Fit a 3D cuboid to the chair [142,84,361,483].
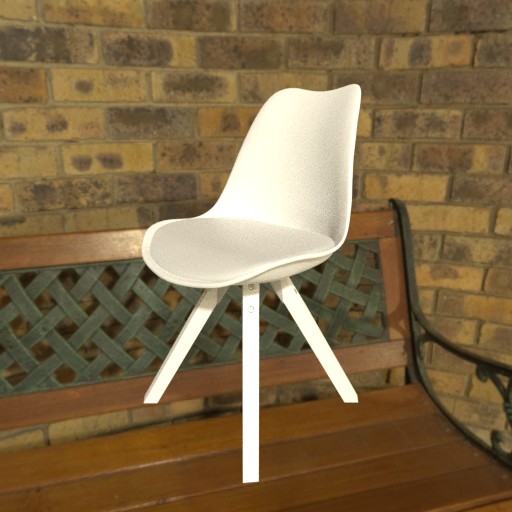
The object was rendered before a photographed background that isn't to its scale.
[{"bbox_3d":[0.000,0.000,1.153,0.485,0.850,0.550,16,23,42],"label":"chair"}]
